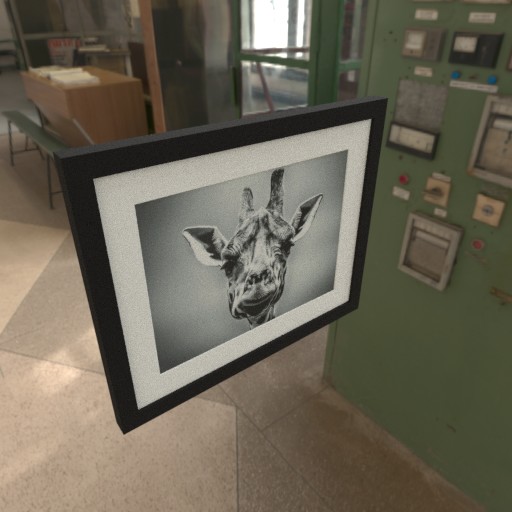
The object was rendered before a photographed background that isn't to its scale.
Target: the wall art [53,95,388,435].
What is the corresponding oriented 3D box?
[{"bbox_3d":[0.000,0.000,0.755,0.558,0.457,0.031,-21,36,-31],"label":"wall art"}]
